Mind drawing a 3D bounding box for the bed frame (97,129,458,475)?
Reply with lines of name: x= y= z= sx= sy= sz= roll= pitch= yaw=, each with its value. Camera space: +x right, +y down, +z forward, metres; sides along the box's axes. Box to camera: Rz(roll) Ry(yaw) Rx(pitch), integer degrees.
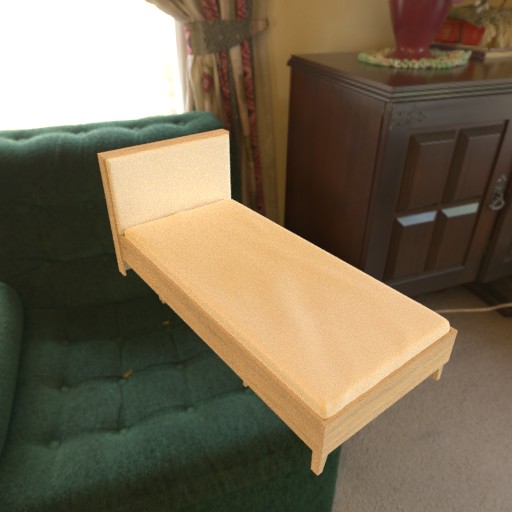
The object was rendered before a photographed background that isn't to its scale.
bed frame: x=0.000 y=0.000 z=2.687 sx=0.990 sy=0.920 sz=2.140 roll=-22 pitch=37 yaw=-32
